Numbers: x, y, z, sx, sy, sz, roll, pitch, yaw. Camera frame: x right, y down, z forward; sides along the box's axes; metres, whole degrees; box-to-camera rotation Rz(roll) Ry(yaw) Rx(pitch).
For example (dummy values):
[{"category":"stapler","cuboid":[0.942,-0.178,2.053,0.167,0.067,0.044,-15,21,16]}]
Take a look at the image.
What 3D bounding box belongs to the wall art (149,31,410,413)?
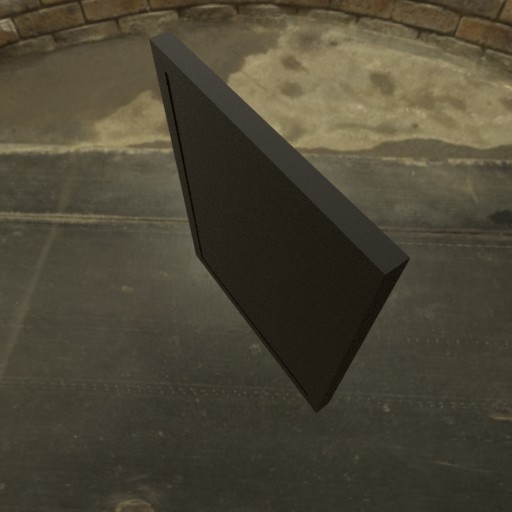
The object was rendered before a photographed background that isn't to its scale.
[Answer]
[{"category":"wall art","cuboid":[0.000,0.000,0.750,0.033,0.559,0.457,-31,63,-18]}]
